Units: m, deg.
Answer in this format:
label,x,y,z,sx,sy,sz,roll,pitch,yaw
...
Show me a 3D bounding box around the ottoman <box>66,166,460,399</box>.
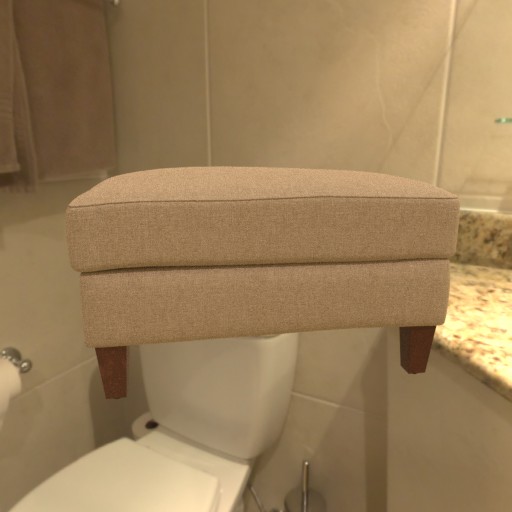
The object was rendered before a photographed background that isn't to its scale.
label,x,y,z,sx,sy,sz,roll,pitch,yaw
ottoman,0.000,0.000,1.313,0.898,0.519,0.677,-2,15,-9
